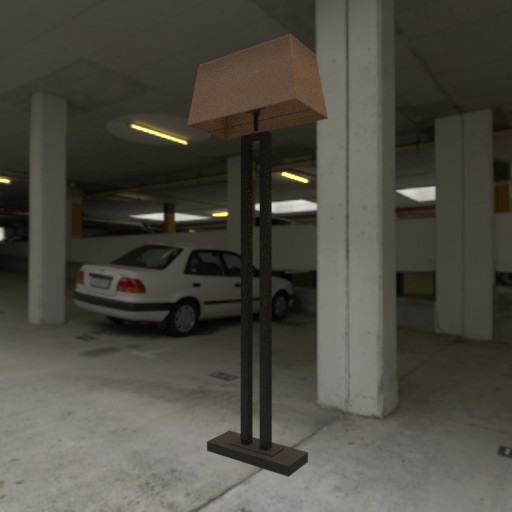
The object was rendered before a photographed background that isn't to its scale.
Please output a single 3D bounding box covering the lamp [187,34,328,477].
[{"bbox_3d":[0.000,0.000,1.637,0.475,1.469,0.233,-1,-1,35],"label":"lamp"}]
